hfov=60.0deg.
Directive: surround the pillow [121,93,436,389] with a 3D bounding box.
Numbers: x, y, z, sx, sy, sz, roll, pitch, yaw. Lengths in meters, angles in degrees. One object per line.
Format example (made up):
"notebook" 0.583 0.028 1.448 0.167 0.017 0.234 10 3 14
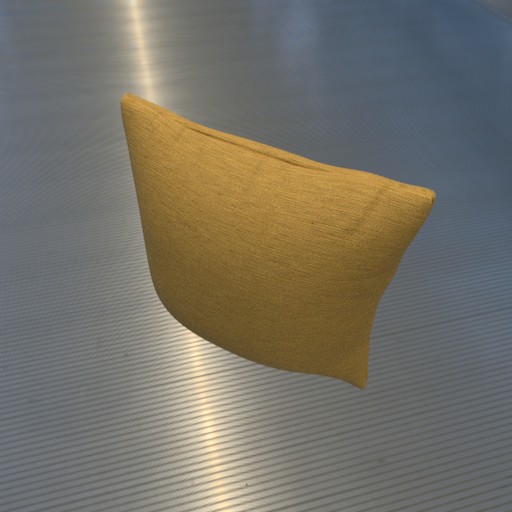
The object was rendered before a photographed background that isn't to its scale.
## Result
"pillow" 0.000 0.000 0.680 0.435 0.417 0.247 23 51 20
